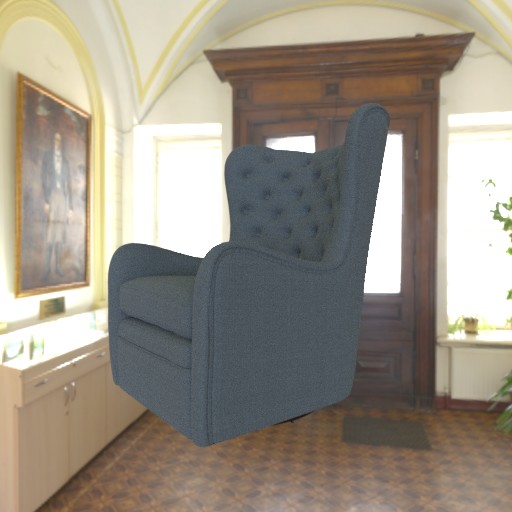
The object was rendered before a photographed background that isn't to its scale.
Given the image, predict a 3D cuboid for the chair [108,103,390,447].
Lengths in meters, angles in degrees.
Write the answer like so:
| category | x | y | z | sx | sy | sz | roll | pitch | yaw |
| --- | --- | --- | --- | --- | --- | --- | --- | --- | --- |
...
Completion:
| category | x | y | z | sx | sy | sz | roll | pitch | yaw |
| --- | --- | --- | --- | --- | --- | --- | --- | --- | --- |
| chair | 0.000 | 0.000 | 1.741 | 0.930 | 1.079 | 0.831 | -1 | 1 | -36 |
